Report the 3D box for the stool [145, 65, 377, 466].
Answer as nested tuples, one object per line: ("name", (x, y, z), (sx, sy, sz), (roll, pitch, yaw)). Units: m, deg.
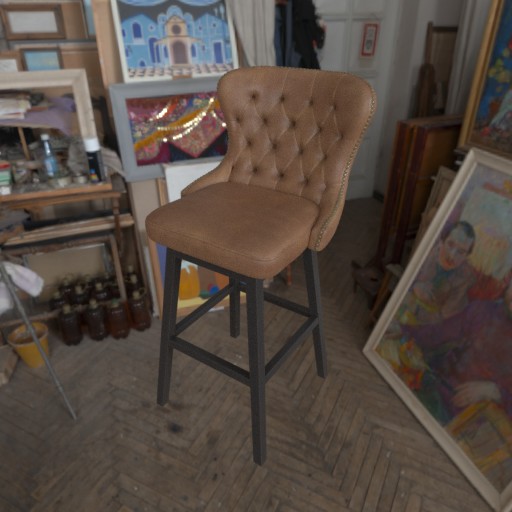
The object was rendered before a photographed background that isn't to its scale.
("stool", (0.000, 0.000, 1.407), (0.528, 1.050, 0.601), (18, 35, 29))
